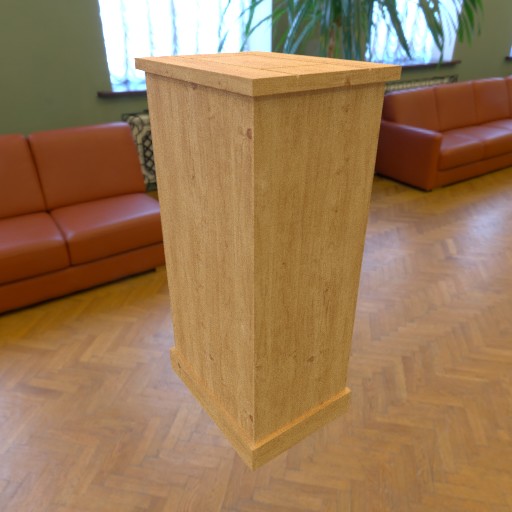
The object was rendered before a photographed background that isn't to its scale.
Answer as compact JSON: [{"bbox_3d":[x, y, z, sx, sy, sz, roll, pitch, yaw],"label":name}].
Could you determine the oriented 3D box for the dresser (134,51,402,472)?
[{"bbox_3d":[0.000,0.000,1.289,0.390,1.041,0.531,-19,34,-30],"label":"dresser"}]
